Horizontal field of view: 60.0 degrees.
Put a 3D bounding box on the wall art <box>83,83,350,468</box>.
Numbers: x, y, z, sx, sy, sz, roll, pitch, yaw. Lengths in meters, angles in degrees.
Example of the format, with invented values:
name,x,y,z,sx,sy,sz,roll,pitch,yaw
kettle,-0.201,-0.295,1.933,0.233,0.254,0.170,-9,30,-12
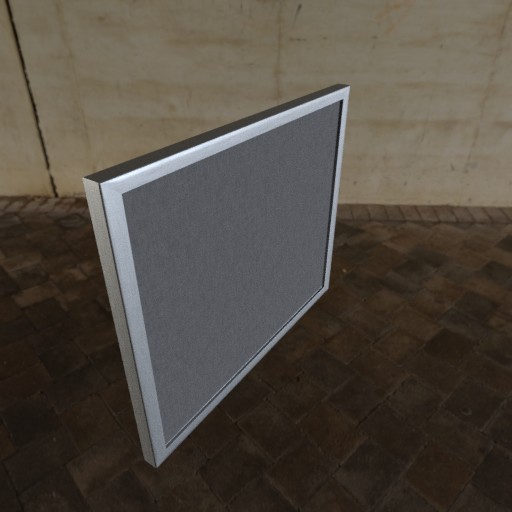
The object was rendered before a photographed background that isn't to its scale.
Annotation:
name,x,y,z,sx,sy,sz,roll,pitch,yaw
wall art,0.000,0.000,0.740,0.028,0.457,0.556,21,37,29
